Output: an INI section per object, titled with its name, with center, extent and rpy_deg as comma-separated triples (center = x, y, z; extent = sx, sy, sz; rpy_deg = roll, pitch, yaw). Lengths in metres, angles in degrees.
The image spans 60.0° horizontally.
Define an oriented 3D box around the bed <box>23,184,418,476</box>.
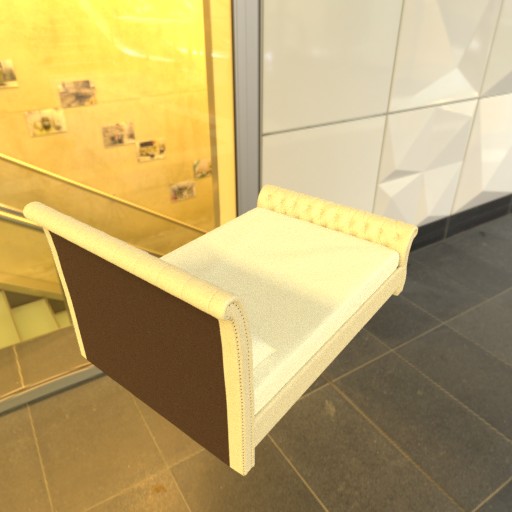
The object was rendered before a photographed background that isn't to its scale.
[bed]
center = 0.000, 0.000, 3.364
extent = 1.606, 1.268, 2.493
rpy_deg = 22, 37, 32
